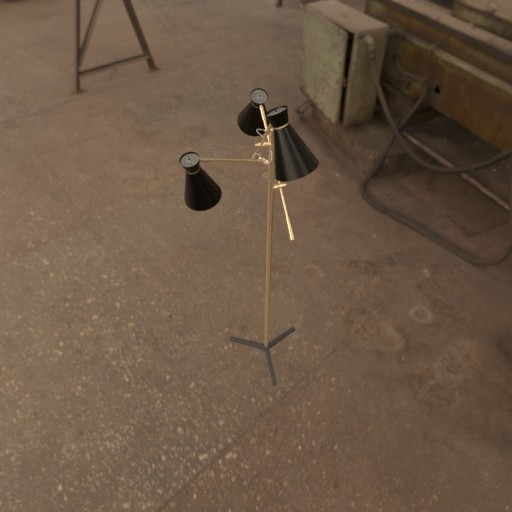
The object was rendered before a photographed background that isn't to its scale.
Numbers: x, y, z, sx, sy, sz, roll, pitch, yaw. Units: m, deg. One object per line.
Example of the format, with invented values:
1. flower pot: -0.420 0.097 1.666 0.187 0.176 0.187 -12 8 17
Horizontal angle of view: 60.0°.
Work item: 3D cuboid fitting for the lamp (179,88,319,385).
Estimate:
1. lamp: 0.000 0.000 2.192 0.653 1.804 0.750 -31 53 -28
